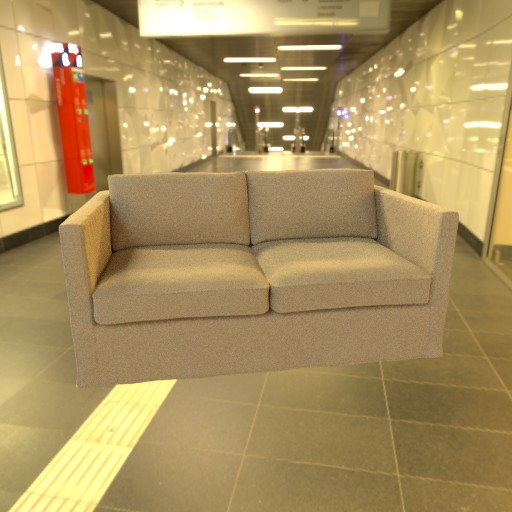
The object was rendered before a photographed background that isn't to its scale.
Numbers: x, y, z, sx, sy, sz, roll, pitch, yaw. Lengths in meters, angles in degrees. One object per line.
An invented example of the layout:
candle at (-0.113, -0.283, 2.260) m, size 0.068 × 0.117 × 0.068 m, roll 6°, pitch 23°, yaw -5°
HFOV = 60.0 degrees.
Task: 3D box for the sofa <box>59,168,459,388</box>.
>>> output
sofa at (0.000, 0.000, 2.330) m, size 1.719 × 0.835 × 0.962 m, roll -3°, pitch 17°, yaw -9°
